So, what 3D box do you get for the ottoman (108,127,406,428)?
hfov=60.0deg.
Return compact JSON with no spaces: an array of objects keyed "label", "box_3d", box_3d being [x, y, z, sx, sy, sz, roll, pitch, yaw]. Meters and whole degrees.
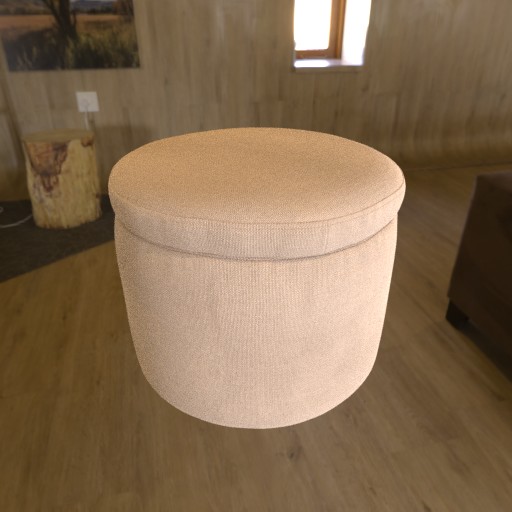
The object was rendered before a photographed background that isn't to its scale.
[{"label":"ottoman","box_3d":[0.000,0.000,0.841,0.497,0.409,0.497,0,28,0]}]
